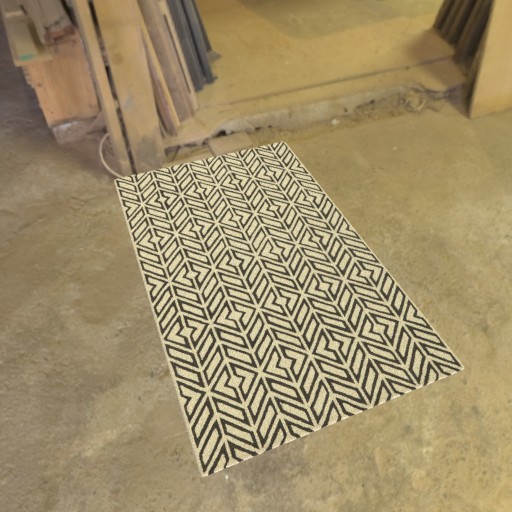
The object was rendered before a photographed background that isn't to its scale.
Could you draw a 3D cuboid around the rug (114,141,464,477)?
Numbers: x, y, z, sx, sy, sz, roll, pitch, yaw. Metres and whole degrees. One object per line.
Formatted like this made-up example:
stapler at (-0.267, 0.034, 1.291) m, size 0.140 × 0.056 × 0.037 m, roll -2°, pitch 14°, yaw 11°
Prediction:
rug at (0.000, 0.000, 3.028) m, size 1.523 × 0.008 × 2.438 m, roll -16°, pitch 49°, yaw -15°
